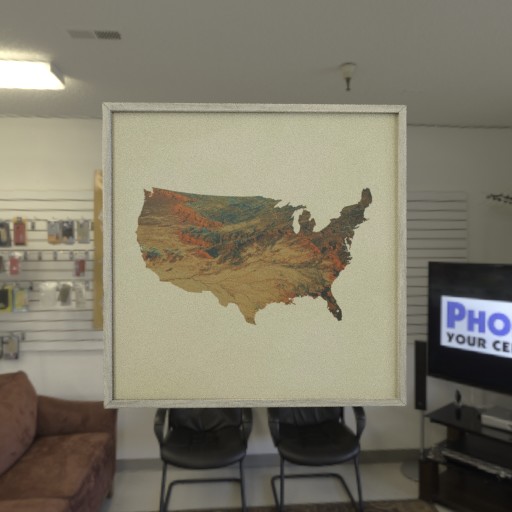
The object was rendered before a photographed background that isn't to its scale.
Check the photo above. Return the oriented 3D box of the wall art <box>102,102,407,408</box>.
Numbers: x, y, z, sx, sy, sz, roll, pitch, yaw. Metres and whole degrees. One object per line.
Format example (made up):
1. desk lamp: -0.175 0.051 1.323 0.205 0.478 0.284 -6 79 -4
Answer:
1. wall art: 0.000 0.000 0.748 0.508 0.507 0.016 0 1 -1
